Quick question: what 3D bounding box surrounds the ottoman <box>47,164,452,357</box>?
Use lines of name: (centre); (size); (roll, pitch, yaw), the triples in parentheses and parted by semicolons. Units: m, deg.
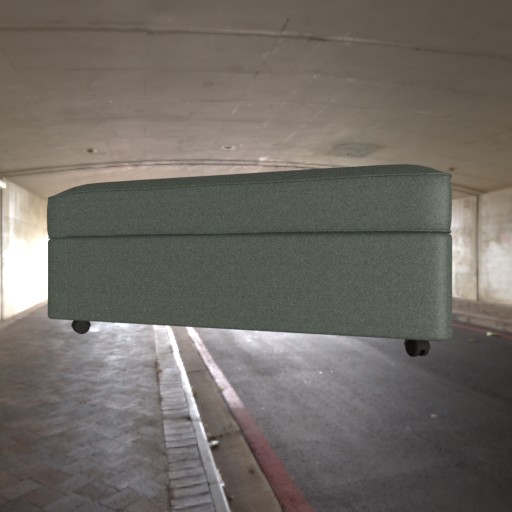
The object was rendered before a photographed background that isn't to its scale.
ottoman: (0.000, 0.000, 1.502); (1.173, 0.494, 0.681); (0, 0, 19)
